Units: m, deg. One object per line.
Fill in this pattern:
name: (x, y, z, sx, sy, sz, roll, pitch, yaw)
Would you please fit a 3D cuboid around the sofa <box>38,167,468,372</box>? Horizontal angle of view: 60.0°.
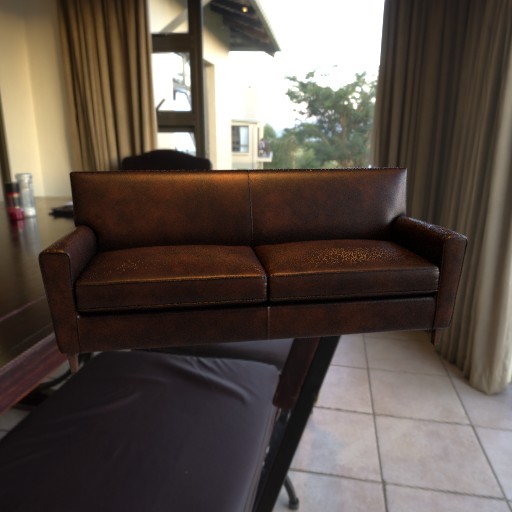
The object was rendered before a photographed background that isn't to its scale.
sofa: (0.000, 0.000, 2.396, 1.995, 0.871, 0.786, -2, 16, -8)
